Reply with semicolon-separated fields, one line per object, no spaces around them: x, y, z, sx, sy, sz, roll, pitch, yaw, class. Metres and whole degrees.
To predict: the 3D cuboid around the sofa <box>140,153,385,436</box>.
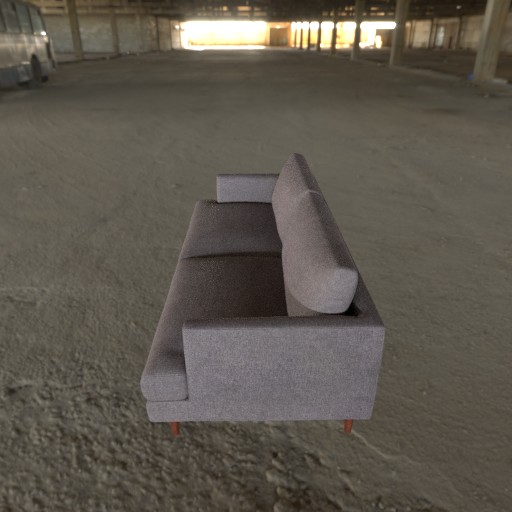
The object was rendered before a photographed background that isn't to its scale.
0.000;0.000;2.862;1.020;0.868;2.250;0;26;-1;sofa
